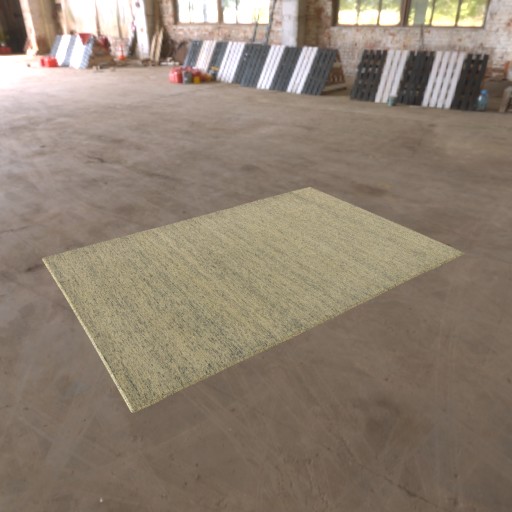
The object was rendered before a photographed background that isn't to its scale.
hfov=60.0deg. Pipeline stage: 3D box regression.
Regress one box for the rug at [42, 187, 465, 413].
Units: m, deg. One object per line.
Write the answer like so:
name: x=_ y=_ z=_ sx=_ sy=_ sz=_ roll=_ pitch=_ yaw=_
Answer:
rug: x=0.000 y=0.000 z=2.323 sx=1.846 sy=0.014 sz=1.243 roll=-19 pitch=34 yaw=-30
